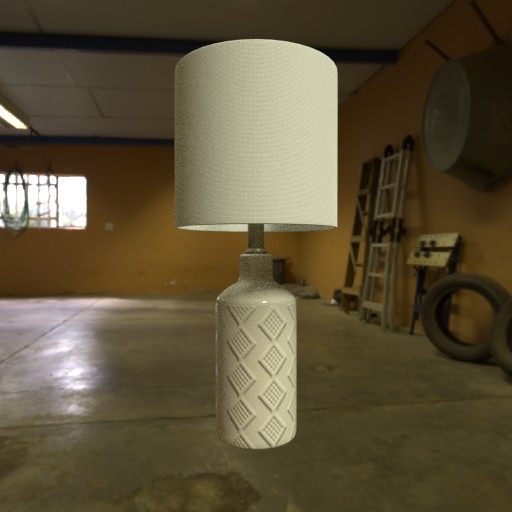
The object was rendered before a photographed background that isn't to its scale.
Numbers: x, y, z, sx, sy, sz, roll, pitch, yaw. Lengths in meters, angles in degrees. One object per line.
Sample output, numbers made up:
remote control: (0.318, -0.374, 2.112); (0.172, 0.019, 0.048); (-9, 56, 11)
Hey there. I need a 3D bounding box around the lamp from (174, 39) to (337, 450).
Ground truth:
lamp: (0.000, 0.000, 0.574); (0.207, 0.461, 0.207); (0, 1, 35)
